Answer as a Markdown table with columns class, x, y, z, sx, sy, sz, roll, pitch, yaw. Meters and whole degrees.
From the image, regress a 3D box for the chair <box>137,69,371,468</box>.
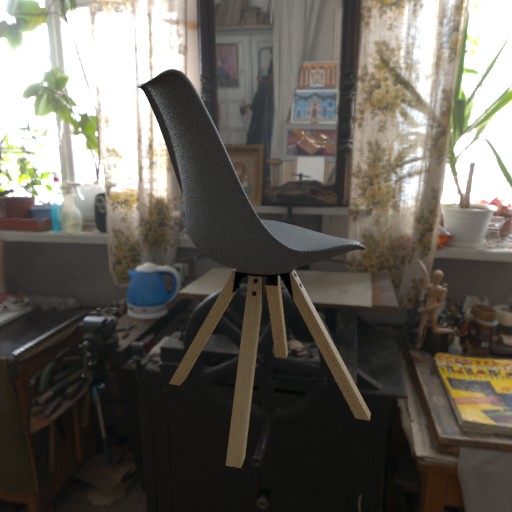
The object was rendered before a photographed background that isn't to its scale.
| class | x | y | z | sx | sy | sz | roll | pitch | yaw |
| --- | --- | --- | --- | --- | --- | --- | --- | --- | --- |
| chair | 0.000 | 0.000 | 1.172 | 0.549 | 0.850 | 0.485 | -7 | 15 | -28 |
